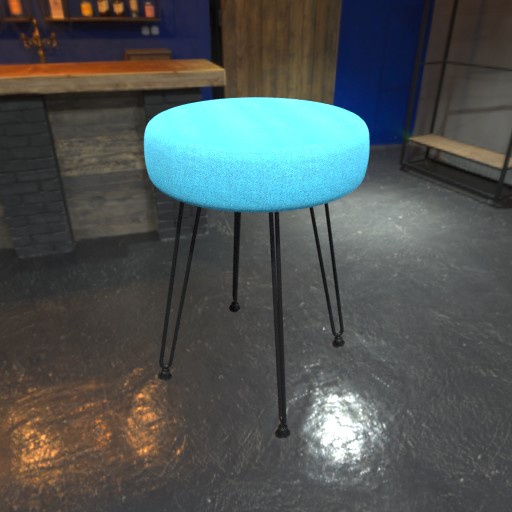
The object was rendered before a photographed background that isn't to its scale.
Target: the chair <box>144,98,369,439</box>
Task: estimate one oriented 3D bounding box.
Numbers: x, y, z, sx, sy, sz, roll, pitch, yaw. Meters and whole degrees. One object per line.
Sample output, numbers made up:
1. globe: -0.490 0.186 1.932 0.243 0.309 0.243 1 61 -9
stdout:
1. chair: 0.000 0.000 0.698 0.350 0.440 0.350 -8 31 -13
